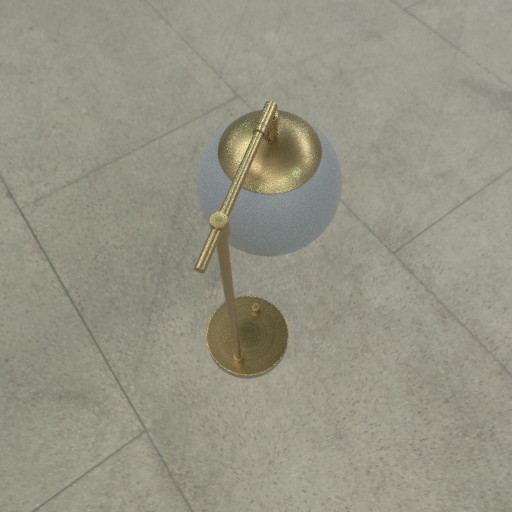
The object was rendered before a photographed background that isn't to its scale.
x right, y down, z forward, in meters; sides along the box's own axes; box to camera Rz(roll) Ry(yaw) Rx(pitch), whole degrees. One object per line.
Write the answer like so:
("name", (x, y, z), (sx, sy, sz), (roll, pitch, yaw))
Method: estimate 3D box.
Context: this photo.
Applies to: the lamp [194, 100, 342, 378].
("lamp", (0.000, 0.000, 0.715), (0.207, 0.559, 0.324), (17, 64, 8))
